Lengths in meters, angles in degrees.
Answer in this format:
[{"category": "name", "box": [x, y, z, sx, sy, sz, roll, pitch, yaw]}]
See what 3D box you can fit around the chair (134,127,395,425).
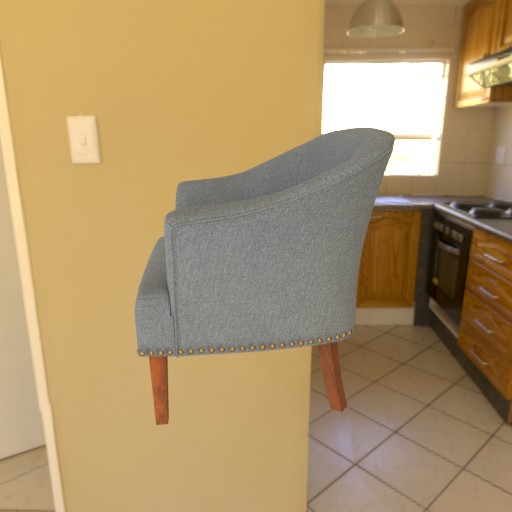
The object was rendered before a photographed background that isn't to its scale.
[{"category": "chair", "box": [0.000, 0.000, 1.456, 0.704, 0.815, 0.798, -2, 15, -7]}]
